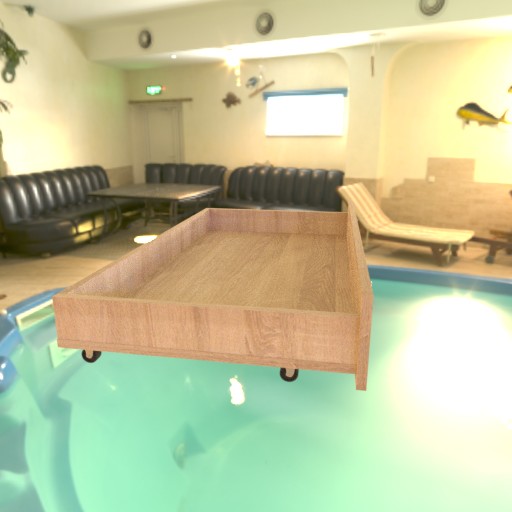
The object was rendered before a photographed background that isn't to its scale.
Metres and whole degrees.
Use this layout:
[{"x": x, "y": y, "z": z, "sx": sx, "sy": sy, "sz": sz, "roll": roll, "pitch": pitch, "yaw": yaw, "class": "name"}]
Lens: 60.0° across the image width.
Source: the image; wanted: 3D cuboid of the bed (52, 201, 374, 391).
[{"x": 0.000, "y": 0.000, "z": 1.473, "sx": 0.685, "sy": 0.209, "sz": 1.200, "roll": 3, "pitch": 16, "yaw": 10, "class": "bed"}]
